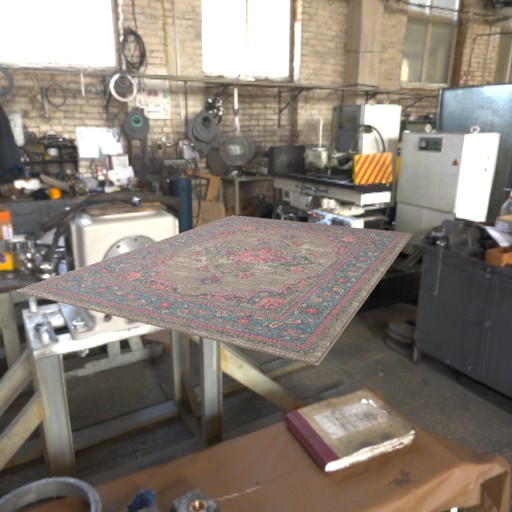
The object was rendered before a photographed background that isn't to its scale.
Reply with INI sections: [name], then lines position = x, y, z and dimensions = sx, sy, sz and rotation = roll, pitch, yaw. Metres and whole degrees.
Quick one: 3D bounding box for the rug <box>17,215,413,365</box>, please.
[rug]
position = 0.000, 0.000, 2.843
dimensions = 1.609, 0.013, 2.214
rotation = 8, 18, 26
